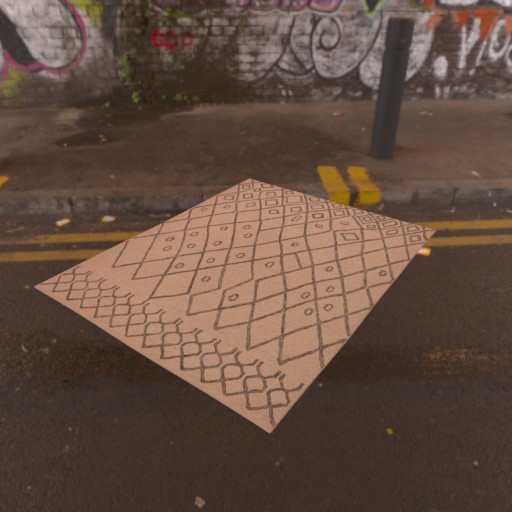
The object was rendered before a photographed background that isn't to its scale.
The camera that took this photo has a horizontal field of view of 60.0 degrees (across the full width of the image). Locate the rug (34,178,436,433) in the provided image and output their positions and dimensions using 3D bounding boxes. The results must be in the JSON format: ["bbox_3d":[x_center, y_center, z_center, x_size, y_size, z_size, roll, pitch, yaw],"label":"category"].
[{"bbox_3d":[0.000,0.000,4.198,2.446,0.015,3.046,21,37,30],"label":"rug"}]
